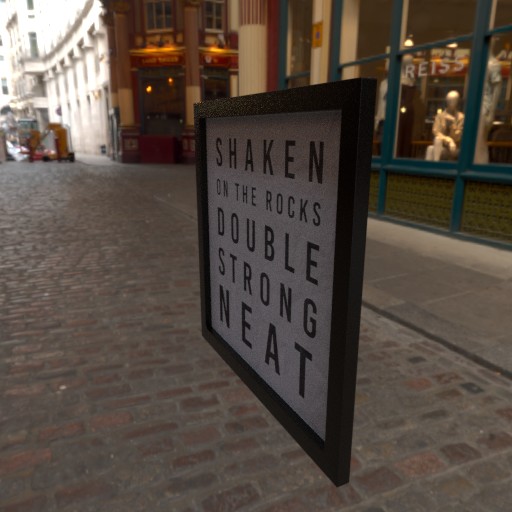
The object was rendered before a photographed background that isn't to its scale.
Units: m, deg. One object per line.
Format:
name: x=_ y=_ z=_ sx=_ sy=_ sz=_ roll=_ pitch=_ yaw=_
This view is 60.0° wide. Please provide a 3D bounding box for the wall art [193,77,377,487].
wall art: x=0.000 y=0.000 z=0.508 sx=0.014 sy=0.349 sz=0.349 roll=-8 pitch=18 yaw=-26
